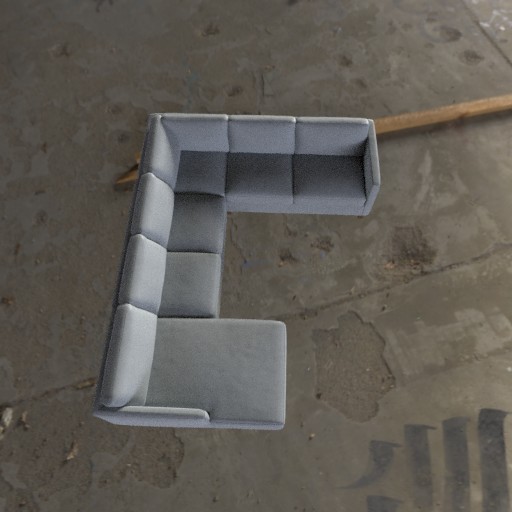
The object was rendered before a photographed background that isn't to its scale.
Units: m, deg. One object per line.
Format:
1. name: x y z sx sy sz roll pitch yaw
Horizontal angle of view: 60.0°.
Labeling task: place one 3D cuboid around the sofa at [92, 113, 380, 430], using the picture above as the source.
1. sofa: 0.000 0.000 4.455 2.551 0.853 3.238 2 63 1
